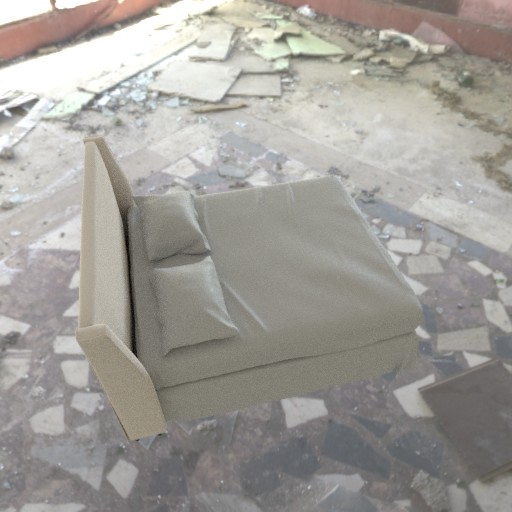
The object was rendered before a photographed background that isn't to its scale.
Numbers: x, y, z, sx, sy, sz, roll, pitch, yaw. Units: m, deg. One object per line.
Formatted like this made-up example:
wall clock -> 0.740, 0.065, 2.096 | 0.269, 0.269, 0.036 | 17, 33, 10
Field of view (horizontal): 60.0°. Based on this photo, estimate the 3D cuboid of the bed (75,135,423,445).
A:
bed -> 0.000, 0.000, 3.406 | 2.276, 1.332, 1.925 | -10, 47, -10
